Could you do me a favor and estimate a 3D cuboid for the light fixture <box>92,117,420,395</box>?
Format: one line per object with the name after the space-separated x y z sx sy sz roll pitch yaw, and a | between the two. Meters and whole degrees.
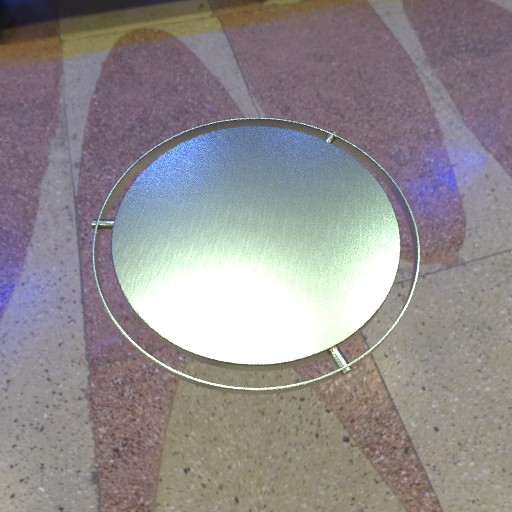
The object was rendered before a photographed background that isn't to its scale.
0.000 0.000 0.546 0.361 0.130 0.361 0 58 0 | light fixture
